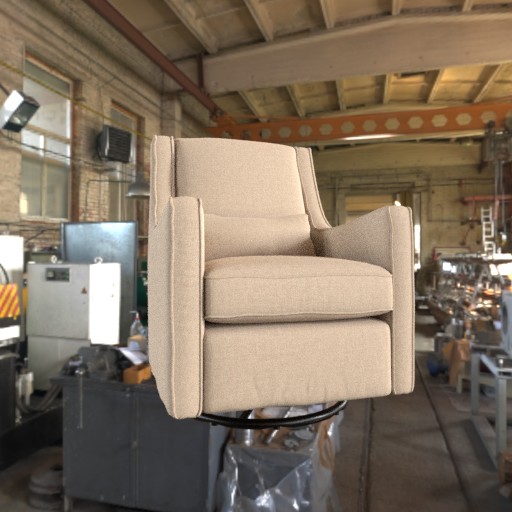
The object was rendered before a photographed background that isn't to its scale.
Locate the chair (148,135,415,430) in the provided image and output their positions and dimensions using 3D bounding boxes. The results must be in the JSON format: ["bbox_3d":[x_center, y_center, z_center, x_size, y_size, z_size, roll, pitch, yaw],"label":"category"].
[{"bbox_3d":[0.000,0.000,1.596,0.732,0.993,0.879,0,0,-18],"label":"chair"}]
